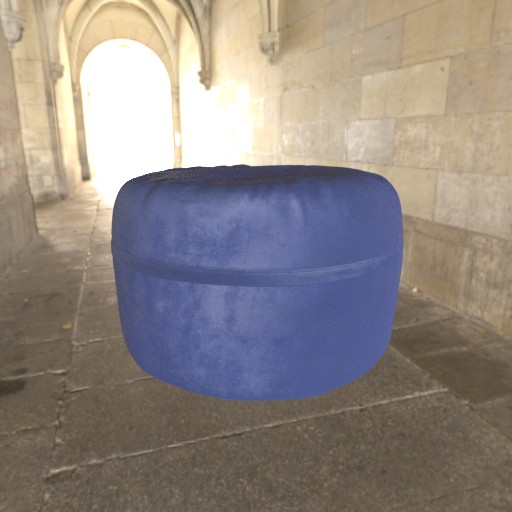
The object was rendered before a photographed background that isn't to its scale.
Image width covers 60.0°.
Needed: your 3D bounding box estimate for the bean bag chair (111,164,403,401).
[{"bbox_3d":[0.000,0.000,1.952,1.219,0.762,1.219,0,15,0],"label":"bean bag chair"}]
